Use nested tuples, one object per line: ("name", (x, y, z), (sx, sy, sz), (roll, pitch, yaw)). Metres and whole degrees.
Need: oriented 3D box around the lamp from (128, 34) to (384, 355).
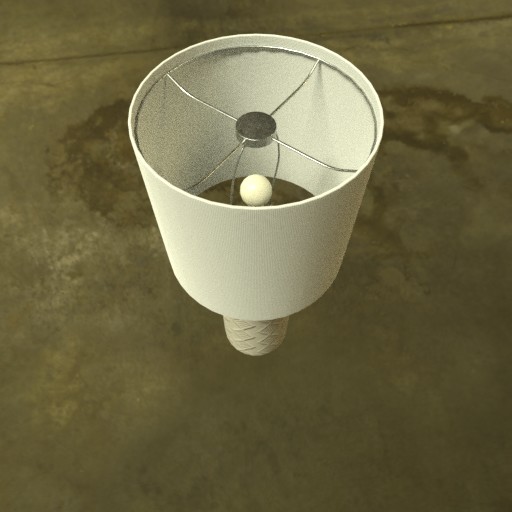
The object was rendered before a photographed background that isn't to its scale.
("lamp", (0.000, 0.000, 0.557), (0.207, 0.461, 0.207), (32, 64, 18))
